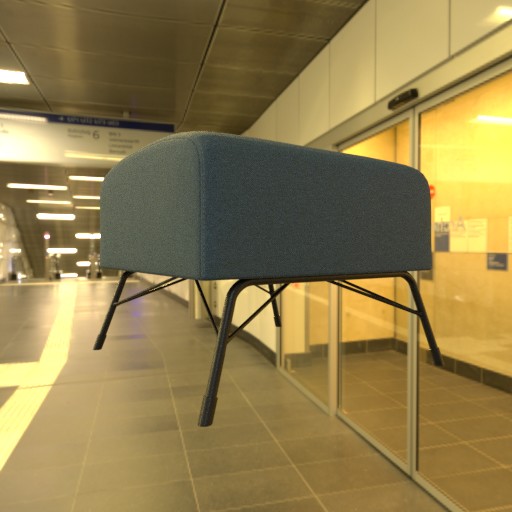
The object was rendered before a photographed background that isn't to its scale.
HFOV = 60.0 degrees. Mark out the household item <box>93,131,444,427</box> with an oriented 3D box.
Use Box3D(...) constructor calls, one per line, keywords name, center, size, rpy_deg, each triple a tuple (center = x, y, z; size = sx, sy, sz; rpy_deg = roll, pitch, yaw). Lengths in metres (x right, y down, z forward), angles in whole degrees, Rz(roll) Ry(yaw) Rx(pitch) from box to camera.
Box3D(name="household item", center=(0.000, 0.000, 0.922), size=(0.530, 0.420, 0.530), rpy_deg=(-1, 1, -35))
